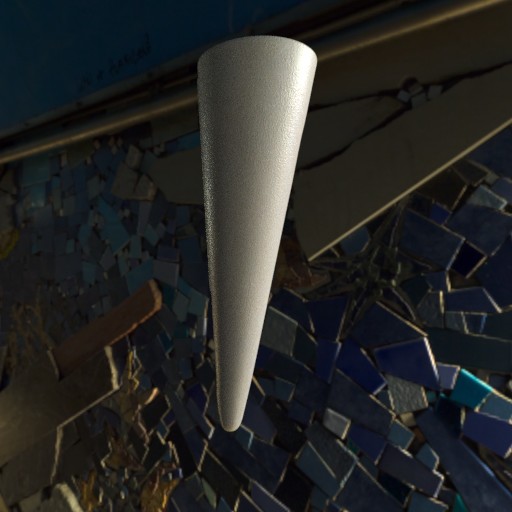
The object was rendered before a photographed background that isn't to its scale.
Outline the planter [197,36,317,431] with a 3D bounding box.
[{"bbox_3d":[0.000,0.000,0.223,0.057,0.191,0.064,0,0,-36],"label":"planter"}]
